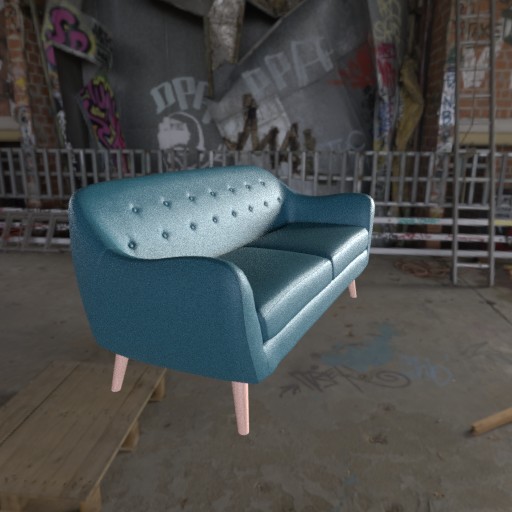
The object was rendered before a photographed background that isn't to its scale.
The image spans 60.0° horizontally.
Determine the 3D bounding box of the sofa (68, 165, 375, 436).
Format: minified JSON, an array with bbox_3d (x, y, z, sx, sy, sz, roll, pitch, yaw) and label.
[{"bbox_3d":[0.000,0.000,2.241,0.820,0.836,1.840,7,17,25],"label":"sofa"}]
